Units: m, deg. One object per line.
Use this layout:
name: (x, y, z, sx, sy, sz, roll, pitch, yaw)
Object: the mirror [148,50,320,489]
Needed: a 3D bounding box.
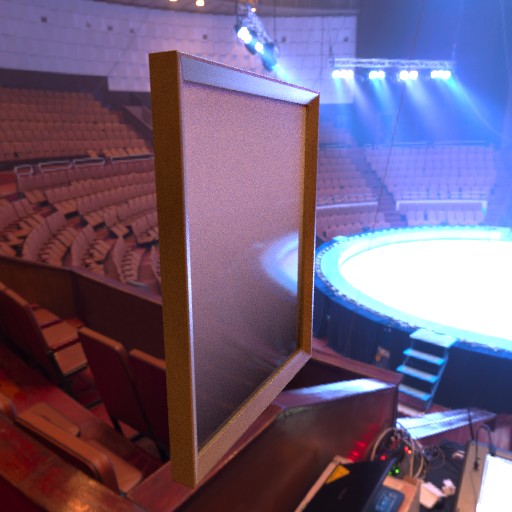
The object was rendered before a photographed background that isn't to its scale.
mirror: (0.000, 0.000, 0.676, 0.041, 0.509, 0.406, 7, 16, 27)
